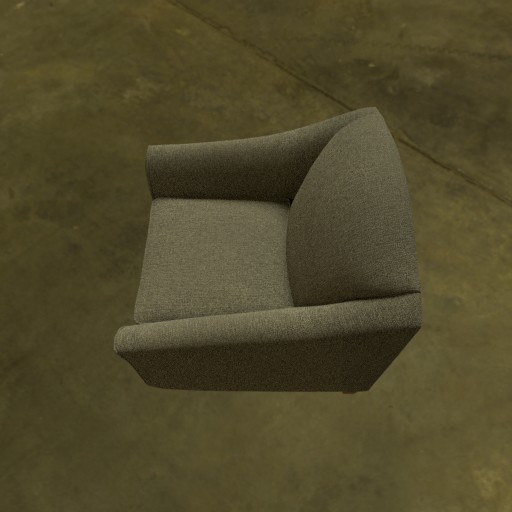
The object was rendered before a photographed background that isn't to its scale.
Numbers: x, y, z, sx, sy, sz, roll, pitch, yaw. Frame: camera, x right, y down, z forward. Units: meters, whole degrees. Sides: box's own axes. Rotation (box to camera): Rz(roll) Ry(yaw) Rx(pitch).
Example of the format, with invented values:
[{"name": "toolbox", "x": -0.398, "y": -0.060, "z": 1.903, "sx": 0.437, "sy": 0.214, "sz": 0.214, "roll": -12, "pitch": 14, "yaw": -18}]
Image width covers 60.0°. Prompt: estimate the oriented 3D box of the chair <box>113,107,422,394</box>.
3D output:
[{"name": "chair", "x": 0.000, "y": 0.000, "z": 1.470, "sx": 0.787, "sy": 0.839, "sz": 0.763, "roll": 0, "pitch": 59, "yaw": 0}]
